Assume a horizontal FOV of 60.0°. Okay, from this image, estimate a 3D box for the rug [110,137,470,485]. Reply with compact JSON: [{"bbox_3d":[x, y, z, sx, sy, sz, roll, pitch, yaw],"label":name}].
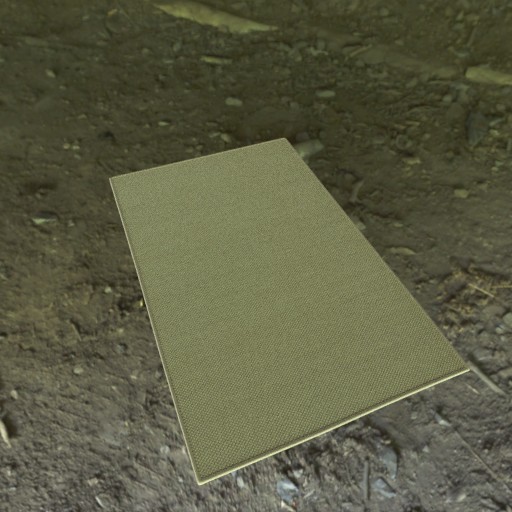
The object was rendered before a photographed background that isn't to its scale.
[{"bbox_3d":[0.000,0.000,2.046,1.067,0.013,1.676,-17,50,-15],"label":"rug"}]
